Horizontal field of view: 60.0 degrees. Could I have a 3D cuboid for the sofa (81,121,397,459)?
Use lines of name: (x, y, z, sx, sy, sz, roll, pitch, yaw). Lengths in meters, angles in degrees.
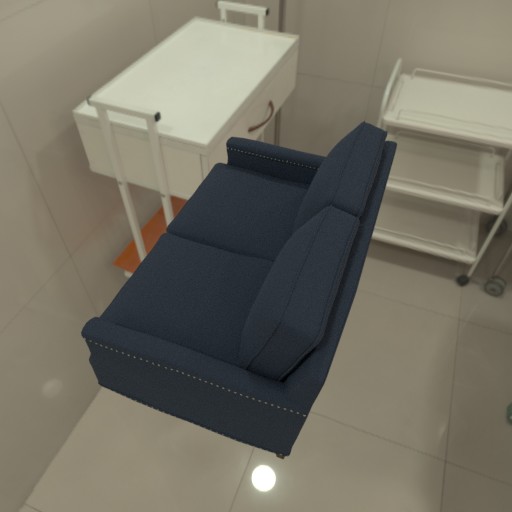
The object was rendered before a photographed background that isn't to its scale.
sofa: (0.000, 0.000, 2.299, 1.084, 1.003, 1.597, 16, 49, 14)
